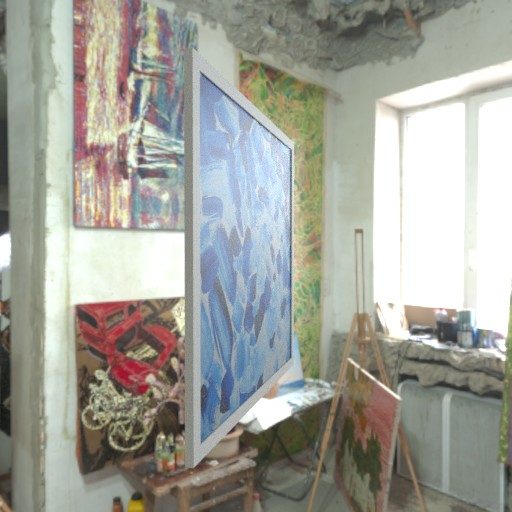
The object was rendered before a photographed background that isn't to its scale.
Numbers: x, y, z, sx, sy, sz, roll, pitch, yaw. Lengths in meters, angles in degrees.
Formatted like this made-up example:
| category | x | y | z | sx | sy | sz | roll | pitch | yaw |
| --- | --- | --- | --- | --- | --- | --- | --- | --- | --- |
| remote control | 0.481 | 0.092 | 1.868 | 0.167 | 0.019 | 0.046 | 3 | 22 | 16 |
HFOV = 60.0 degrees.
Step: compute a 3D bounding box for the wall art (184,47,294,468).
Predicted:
| category | x | y | z | sx | sy | sz | roll | pitch | yaw |
| --- | --- | --- | --- | --- | --- | --- | --- | --- | --- |
| wall art | 0.000 | 0.000 | 1.010 | 0.015 | 0.660 | 0.660 | 0 | 1 | 19 |
